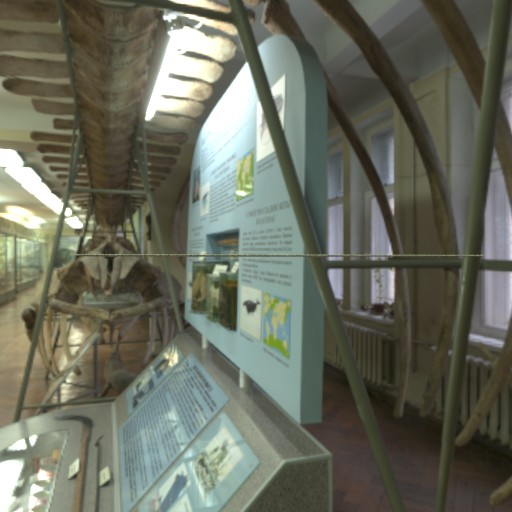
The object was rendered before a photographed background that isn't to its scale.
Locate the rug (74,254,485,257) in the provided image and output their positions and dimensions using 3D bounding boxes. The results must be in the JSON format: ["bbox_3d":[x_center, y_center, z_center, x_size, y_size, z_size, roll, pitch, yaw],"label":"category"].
[{"bbox_3d":[0.000,0.000,4.203,3.037,0.010,2.453,0,0,-18],"label":"rug"}]
